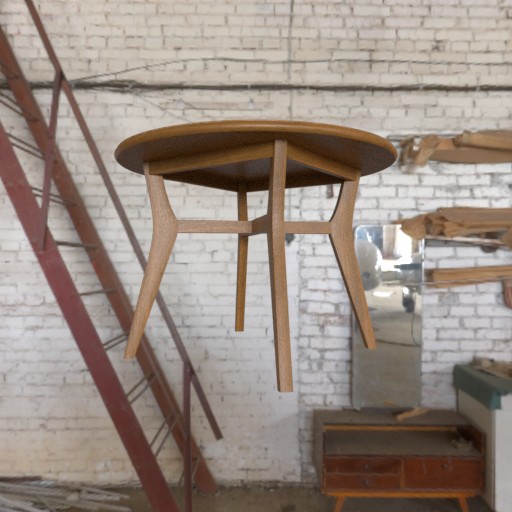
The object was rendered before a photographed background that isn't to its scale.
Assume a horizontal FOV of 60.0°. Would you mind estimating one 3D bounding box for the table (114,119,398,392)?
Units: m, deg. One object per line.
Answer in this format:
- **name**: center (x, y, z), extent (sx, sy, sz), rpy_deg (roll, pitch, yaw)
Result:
- **table**: center (0.000, 0.000, 1.734), extent (1.055, 0.757, 1.055), rpy_deg (0, 1, 0)
